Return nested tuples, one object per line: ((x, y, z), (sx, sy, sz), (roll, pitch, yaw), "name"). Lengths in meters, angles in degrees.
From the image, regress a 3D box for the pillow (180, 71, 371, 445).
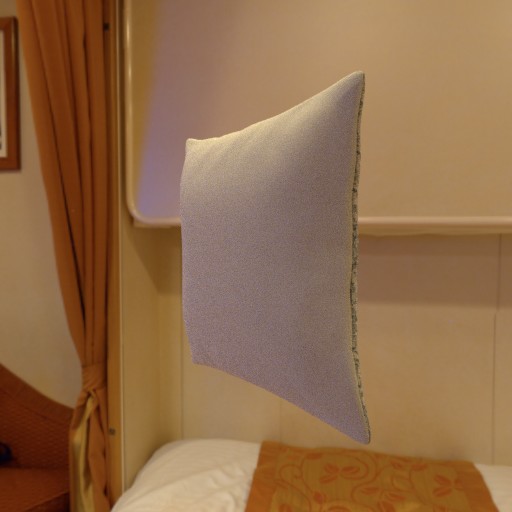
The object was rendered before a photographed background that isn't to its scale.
((0.000, 0.000, 0.804), (0.166, 0.510, 0.523), (-2, 3, -35), "pillow")
